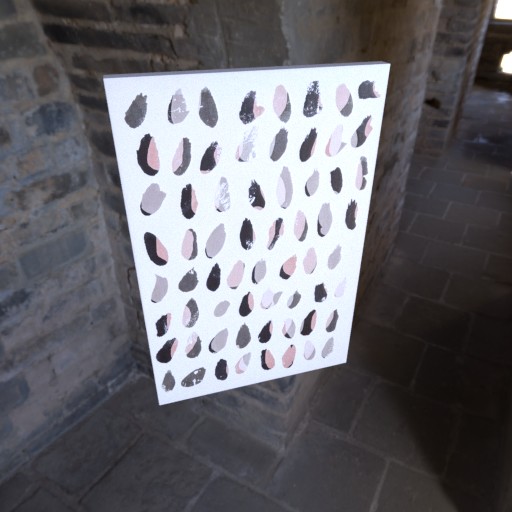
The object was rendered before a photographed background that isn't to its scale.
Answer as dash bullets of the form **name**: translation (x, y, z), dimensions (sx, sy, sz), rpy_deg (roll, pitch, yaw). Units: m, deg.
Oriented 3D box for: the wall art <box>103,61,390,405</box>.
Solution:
- **wall art**: translation (0.000, 0.000, 0.772), dimensions (0.405, 0.608, 0.025), rpy_deg (-9, 33, -14)
